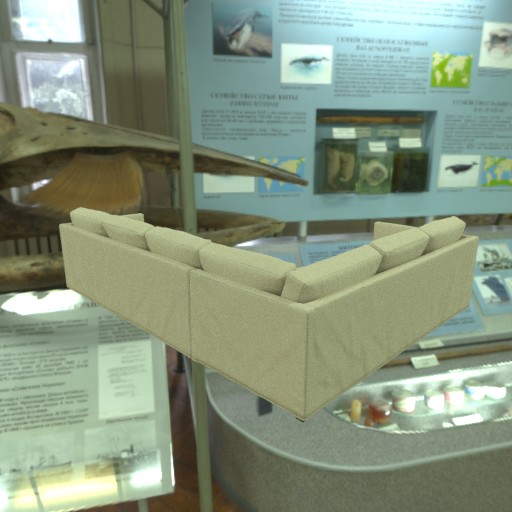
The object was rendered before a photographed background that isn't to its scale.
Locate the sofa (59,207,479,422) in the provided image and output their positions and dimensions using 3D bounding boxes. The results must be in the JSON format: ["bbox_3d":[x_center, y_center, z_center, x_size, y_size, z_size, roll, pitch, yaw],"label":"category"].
[{"bbox_3d":[0.000,0.000,4.242,2.432,0.871,3.182,-15,22,-43],"label":"sofa"}]
